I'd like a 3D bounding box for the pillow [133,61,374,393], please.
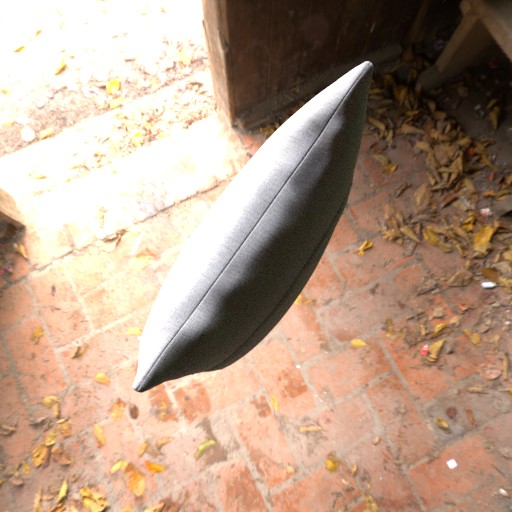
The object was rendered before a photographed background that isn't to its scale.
[{"bbox_3d":[0.000,0.000,0.670,0.173,0.436,0.433,33,78,8],"label":"pillow"}]
